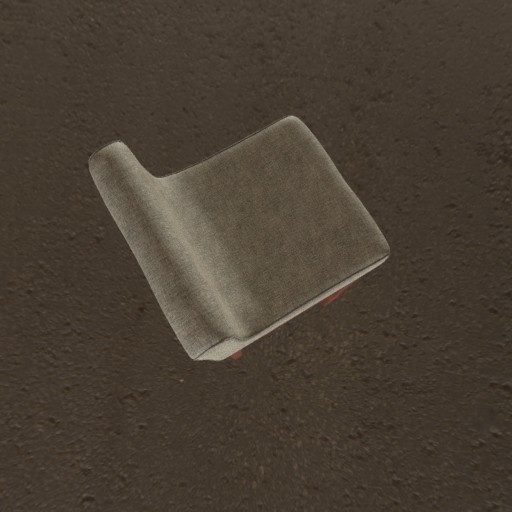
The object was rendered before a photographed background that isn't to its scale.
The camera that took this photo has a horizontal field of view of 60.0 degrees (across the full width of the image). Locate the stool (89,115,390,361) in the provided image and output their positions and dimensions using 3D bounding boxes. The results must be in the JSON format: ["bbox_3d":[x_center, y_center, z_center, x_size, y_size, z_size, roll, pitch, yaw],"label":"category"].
[{"bbox_3d":[0.000,0.000,1.246,0.499,0.965,0.426,-30,77,-8],"label":"stool"}]
